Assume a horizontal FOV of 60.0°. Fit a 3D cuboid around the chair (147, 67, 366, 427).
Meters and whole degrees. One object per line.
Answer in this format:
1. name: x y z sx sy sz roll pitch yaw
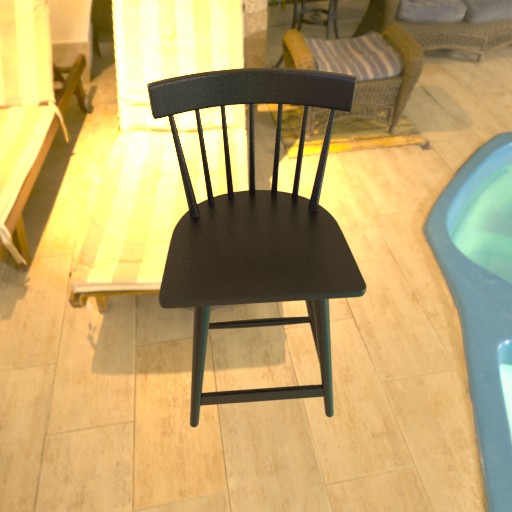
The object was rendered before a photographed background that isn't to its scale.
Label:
1. chair: 0.000 0.000 1.272 0.483 0.952 0.572 -3 46 -3
